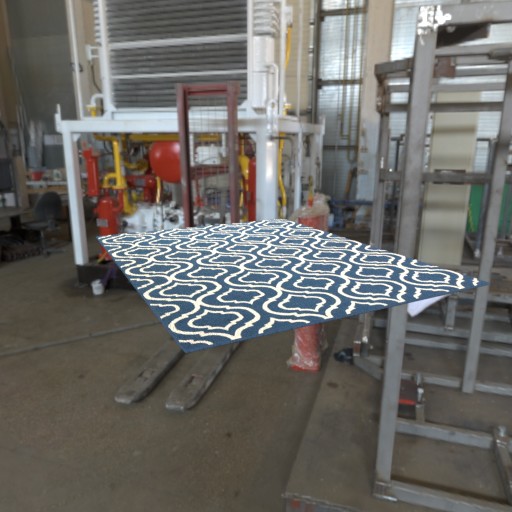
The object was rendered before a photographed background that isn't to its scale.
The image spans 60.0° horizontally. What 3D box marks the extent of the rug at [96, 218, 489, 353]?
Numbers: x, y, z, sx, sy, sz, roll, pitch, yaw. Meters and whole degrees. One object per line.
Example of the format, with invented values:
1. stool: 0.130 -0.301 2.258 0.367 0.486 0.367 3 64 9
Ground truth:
1. rug: 0.000 0.000 3.897 2.270 0.020 2.881 -8 17 -26
